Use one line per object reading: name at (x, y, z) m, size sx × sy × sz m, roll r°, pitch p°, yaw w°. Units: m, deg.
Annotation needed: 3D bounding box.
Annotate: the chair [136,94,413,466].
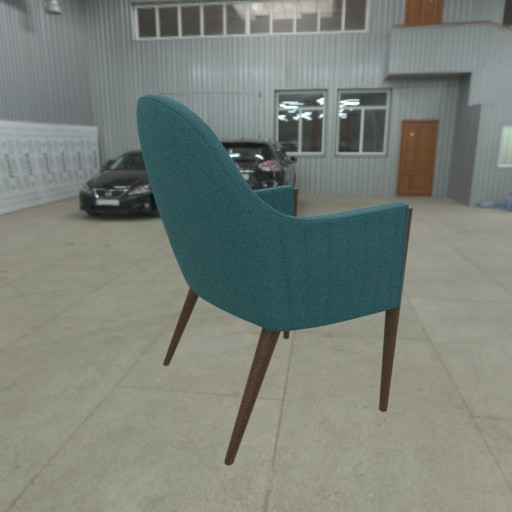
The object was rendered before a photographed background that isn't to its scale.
chair at (0.000, 0.000, 1.362) m, size 0.652 × 0.907 × 0.656 m, roll -7°, pitch 16°, yaw -26°
